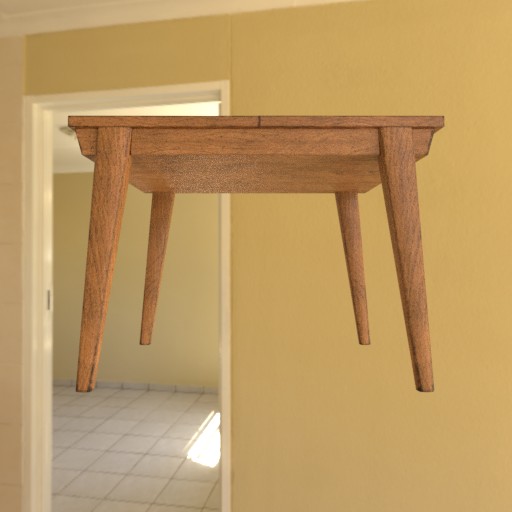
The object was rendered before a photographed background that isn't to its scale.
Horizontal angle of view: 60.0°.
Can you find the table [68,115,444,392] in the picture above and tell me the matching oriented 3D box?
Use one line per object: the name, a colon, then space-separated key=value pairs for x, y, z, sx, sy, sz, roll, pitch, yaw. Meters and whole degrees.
table: x=0.000 y=0.000 z=1.585 sx=1.027 sy=0.760 sz=0.757 roll=0 pitch=-1 yaw=0
